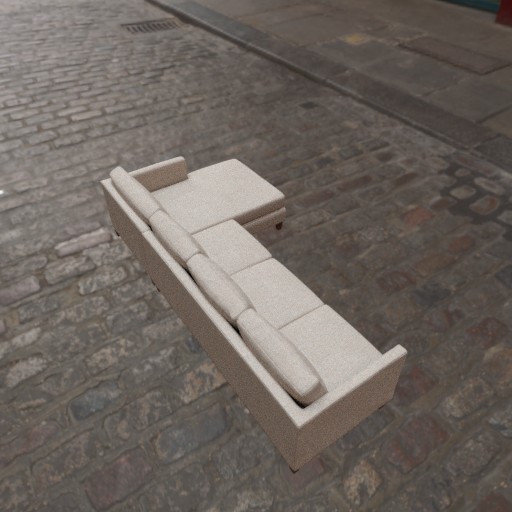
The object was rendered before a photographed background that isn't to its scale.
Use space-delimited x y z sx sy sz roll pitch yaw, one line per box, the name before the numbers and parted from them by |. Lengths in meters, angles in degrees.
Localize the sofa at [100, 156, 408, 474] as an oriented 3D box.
sofa | 0.000 0.000 3.978 1.625 0.846 3.186 -25 47 -25
